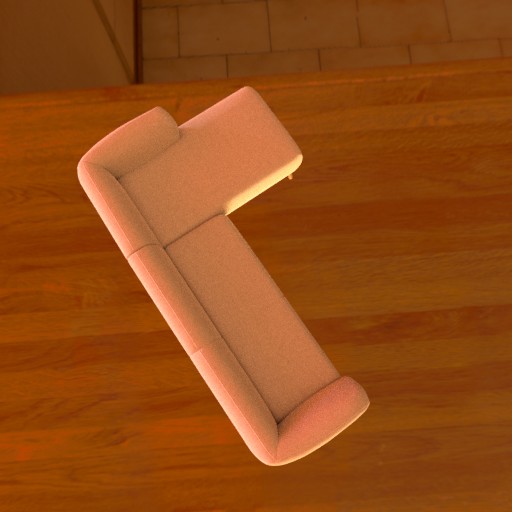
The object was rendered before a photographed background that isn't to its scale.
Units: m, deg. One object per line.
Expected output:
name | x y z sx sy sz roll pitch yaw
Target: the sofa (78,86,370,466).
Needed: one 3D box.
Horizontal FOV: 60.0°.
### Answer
sofa | 0.000 0.000 3.427 1.610 0.730 2.660 -34 80 -7
